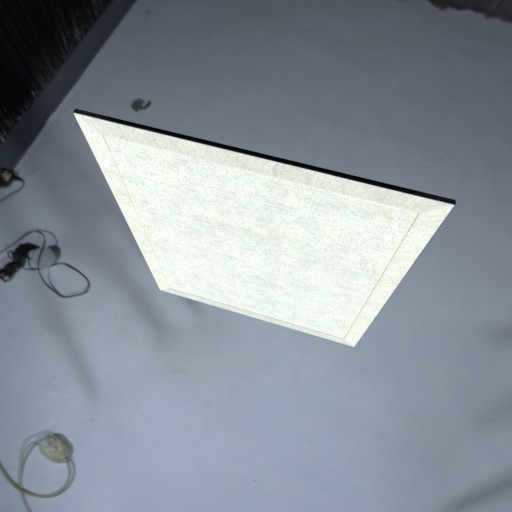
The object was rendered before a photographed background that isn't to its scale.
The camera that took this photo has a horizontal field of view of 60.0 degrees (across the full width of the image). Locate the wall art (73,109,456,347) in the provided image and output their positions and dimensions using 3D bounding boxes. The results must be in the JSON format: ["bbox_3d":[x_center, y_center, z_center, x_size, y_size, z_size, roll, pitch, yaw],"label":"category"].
[{"bbox_3d":[0.000,0.000,0.630,0.381,0.457,0.023,15,64,8],"label":"wall art"}]
